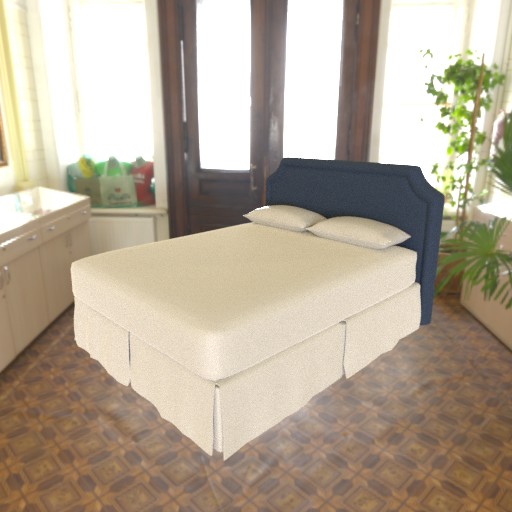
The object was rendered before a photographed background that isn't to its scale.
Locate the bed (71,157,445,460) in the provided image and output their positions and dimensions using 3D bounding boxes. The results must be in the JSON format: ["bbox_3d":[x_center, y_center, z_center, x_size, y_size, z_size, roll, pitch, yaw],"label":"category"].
[{"bbox_3d":[0.000,0.000,3.333,2.260,1.297,1.831,-15,22,-42],"label":"bed"}]
